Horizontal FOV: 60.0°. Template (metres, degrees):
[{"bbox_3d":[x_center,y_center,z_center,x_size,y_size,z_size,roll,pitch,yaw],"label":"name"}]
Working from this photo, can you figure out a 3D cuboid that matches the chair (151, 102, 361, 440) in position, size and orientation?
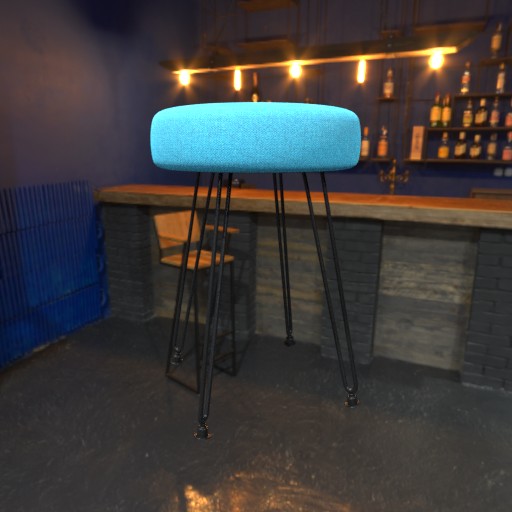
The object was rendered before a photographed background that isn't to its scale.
[{"bbox_3d":[0.000,0.000,0.696,0.350,0.440,0.350,7,15,25],"label":"chair"}]
